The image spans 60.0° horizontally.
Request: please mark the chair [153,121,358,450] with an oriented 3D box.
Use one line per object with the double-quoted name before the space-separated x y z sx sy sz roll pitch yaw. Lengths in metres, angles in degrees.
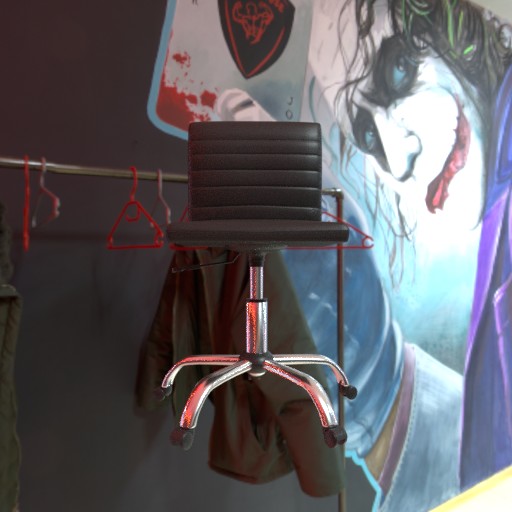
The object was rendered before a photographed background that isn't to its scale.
"chair" 0.000 0.000 1.147 0.556 0.780 0.530 0 0 -1
